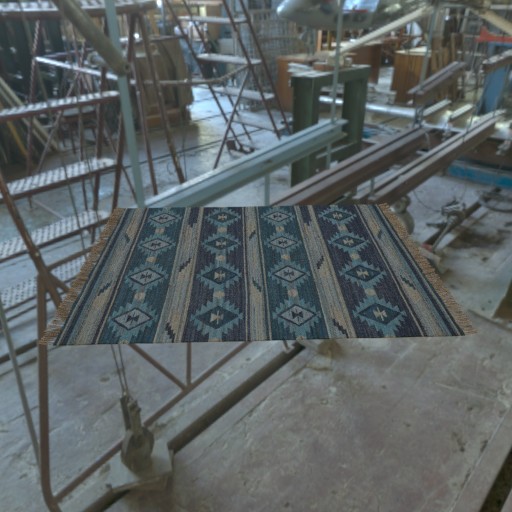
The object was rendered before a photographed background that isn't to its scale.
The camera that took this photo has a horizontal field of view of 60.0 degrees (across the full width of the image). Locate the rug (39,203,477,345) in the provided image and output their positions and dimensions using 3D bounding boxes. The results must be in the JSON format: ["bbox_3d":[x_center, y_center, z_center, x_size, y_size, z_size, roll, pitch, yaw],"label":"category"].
[{"bbox_3d":[0.000,0.000,4.325,3.307,0.047,2.418,-1,31,-2],"label":"rug"}]
